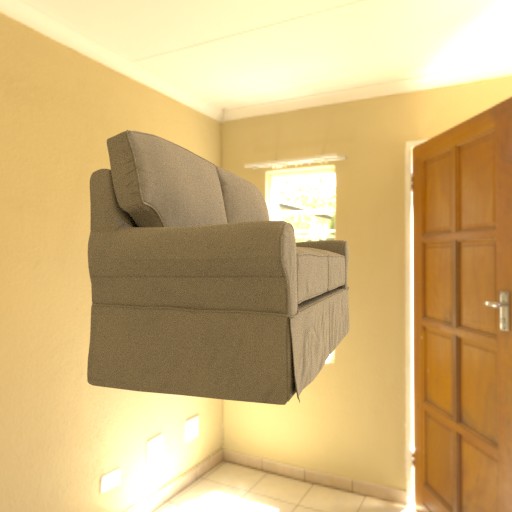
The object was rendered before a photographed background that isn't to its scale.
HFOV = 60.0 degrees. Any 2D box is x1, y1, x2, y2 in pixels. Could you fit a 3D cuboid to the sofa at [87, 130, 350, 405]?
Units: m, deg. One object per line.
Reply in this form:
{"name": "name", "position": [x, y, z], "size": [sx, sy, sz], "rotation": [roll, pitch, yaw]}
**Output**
{"name": "sofa", "position": [0.000, 0.000, 2.387], "size": [0.841, 1.024, 1.823], "rotation": [0, -1, 18]}
